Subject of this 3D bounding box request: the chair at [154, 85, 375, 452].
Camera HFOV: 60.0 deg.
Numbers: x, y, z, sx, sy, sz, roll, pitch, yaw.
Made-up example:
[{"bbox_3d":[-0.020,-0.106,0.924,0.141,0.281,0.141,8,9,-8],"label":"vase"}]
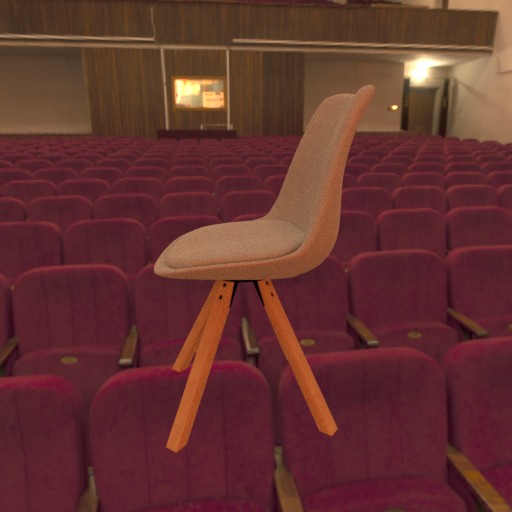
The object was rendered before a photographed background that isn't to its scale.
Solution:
[{"bbox_3d":[0.000,0.000,1.215,0.549,0.863,0.474,-2,15,-8],"label":"chair"}]
